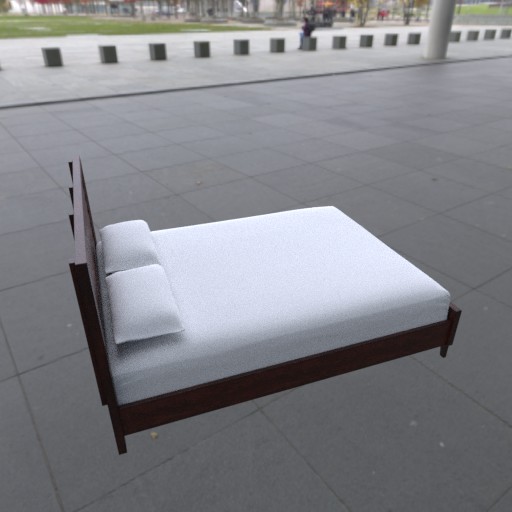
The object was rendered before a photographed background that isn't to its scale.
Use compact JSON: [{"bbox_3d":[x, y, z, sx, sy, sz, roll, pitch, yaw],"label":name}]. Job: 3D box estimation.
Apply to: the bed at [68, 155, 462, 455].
[{"bbox_3d":[0.000,0.000,3.875,2.803,1.492,2.040,-10,31,-18],"label":"bed"}]
